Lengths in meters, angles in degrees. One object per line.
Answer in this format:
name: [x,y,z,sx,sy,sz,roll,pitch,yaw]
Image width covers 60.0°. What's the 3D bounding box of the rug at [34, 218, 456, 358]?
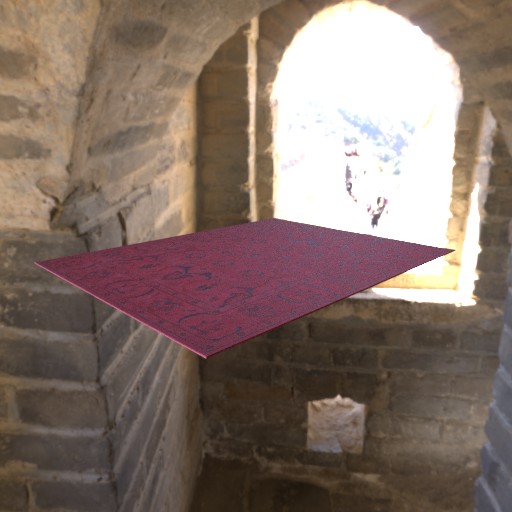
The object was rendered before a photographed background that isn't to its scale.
rug: [0.000,0.000,3.899,2.929,0.012,2.300,-15,21,-43]
